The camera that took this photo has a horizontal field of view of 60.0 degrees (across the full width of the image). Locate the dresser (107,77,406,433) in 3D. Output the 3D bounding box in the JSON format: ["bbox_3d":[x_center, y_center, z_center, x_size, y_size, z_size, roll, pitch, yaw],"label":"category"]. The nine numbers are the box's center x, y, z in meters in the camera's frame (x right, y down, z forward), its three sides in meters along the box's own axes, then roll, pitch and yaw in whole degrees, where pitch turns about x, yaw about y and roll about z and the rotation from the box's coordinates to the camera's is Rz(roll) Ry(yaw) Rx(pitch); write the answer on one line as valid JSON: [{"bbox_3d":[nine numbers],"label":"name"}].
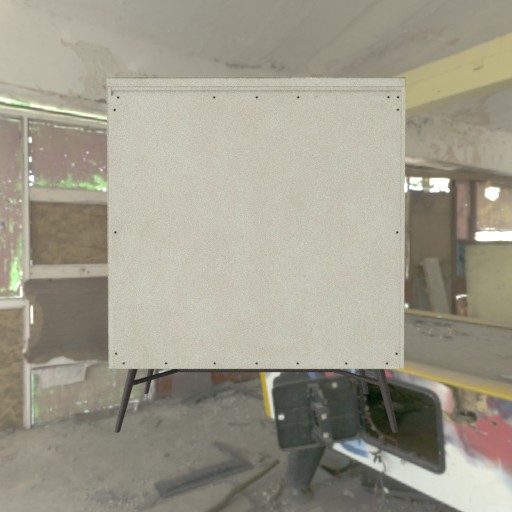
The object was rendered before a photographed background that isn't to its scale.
[{"bbox_3d":[0.000,0.000,1.739,1.016,1.219,0.457,0,1,0],"label":"dresser"}]
